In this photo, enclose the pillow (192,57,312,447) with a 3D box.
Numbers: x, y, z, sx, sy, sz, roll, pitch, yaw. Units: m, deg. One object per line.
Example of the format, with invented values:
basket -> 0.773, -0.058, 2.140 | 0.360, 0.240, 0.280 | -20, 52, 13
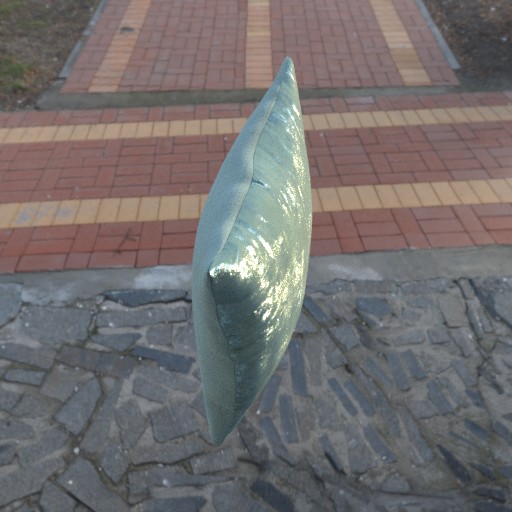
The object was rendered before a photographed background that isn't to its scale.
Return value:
pillow -> 0.000, 0.000, 0.725 | 0.175, 0.464, 0.470 | 10, 48, 9
